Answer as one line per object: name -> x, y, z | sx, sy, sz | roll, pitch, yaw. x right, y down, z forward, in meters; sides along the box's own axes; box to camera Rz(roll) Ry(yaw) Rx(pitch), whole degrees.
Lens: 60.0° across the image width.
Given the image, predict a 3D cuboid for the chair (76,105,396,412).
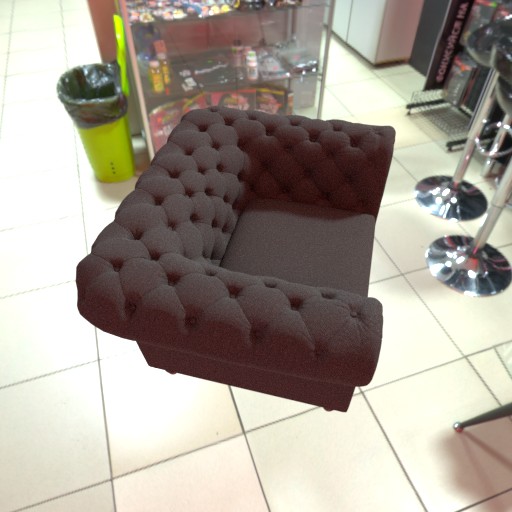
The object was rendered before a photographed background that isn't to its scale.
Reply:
chair -> 0.000, 0.000, 1.894 | 0.976, 0.770, 1.270 | 10, 48, 10
